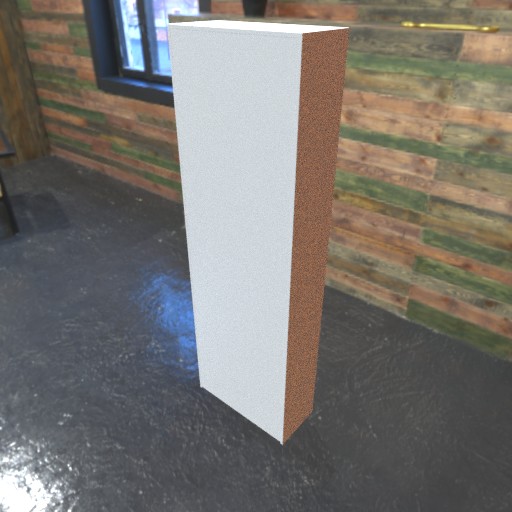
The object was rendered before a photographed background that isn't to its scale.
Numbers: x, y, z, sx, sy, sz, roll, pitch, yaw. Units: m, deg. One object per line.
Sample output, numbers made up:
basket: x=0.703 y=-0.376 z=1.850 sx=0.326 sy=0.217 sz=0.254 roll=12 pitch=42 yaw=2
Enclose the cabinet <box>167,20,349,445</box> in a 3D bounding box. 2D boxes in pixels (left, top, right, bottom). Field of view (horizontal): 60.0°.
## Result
cabinet: x=0.000 y=0.000 z=1.763 sx=0.520 sy=1.630 sz=0.255 roll=23 pitch=38 yaw=33
